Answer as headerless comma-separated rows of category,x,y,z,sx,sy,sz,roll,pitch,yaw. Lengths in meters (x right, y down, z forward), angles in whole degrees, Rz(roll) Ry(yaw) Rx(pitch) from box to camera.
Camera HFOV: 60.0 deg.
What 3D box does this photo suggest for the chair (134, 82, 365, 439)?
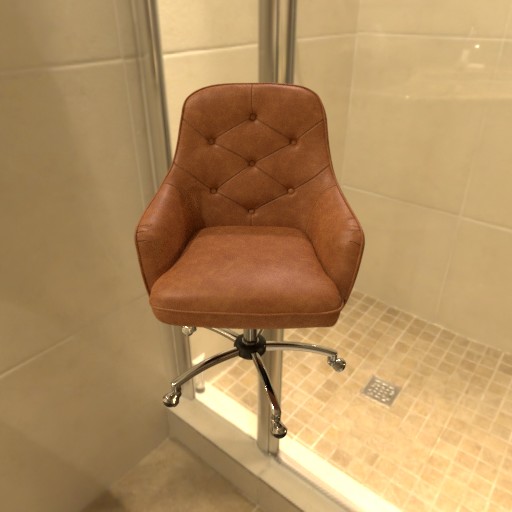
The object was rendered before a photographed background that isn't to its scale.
chair,0.000,0.000,1.349,0.628,0.909,0.615,1,30,2
